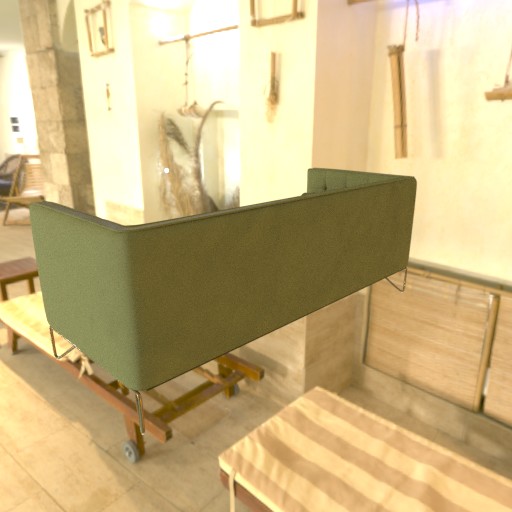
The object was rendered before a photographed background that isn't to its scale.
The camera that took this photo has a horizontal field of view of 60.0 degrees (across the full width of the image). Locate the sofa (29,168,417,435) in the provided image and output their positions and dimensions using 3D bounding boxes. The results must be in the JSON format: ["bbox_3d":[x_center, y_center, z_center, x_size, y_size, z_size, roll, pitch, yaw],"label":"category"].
[{"bbox_3d":[0.000,0.000,2.502,2.087,0.789,0.867,-16,24,-42],"label":"sofa"}]
